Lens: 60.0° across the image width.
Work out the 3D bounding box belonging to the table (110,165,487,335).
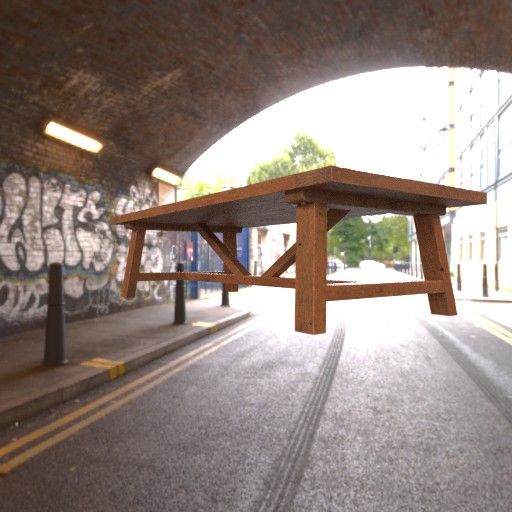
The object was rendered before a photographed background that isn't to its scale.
[{"bbox_3d":[0.000,0.000,2.136,0.820,0.465,1.800,0,-1,-36],"label":"table"}]
